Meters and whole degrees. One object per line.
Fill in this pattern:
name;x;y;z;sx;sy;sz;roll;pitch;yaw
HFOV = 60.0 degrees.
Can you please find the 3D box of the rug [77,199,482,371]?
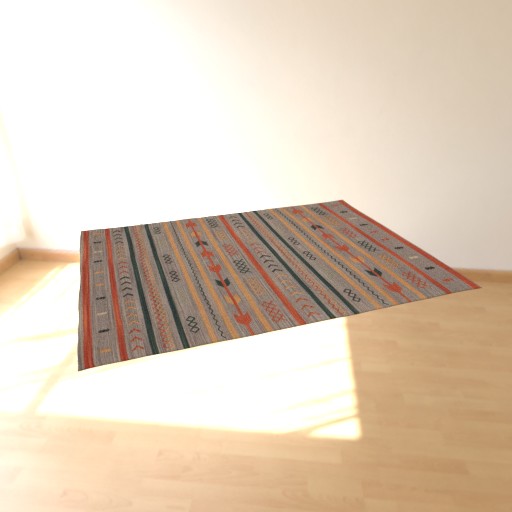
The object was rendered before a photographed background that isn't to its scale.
rug;0.000;0.000;4.024;3.029;0.022;2.263;-9;27;-17
